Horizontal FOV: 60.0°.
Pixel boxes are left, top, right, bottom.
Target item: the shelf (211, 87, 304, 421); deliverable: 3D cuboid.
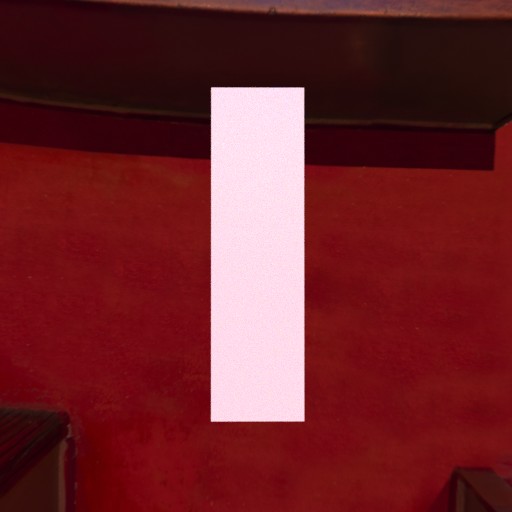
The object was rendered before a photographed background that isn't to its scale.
[{"bbox_3d":[0.000,0.000,2.006,0.250,1.650,0.890,0,90,0],"label":"shelf"}]
